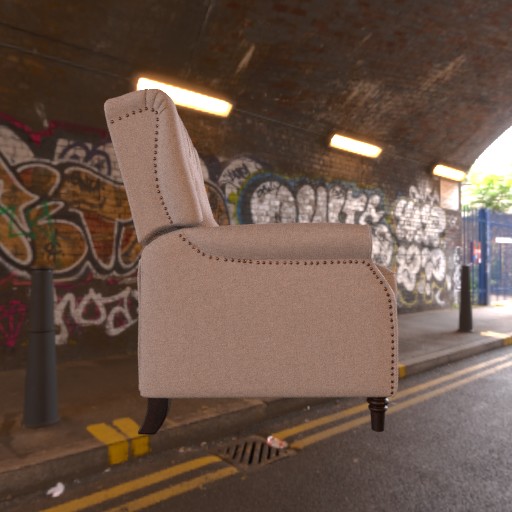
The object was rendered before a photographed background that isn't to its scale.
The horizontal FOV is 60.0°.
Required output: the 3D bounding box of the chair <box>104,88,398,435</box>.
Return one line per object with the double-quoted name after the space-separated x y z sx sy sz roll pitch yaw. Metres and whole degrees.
0.000 0.000 1.605 0.902 1.035 0.742 0 -1 -1 "chair"
